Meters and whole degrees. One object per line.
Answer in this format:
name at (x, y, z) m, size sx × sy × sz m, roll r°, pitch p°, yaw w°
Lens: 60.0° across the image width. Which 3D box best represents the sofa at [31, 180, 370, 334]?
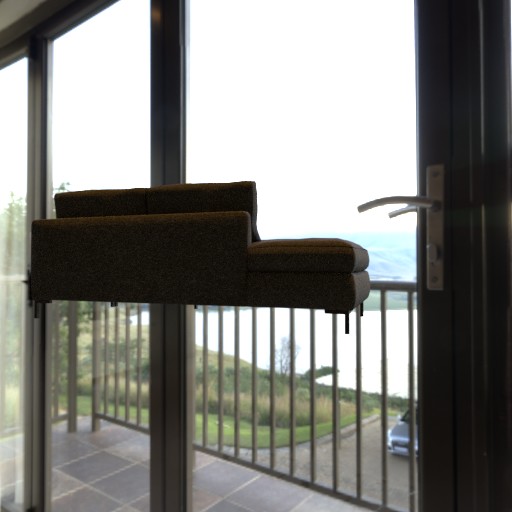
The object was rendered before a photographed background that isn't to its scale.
sofa at (0.000, 0.000, 3.809) m, size 2.007 × 0.815 × 2.949 m, roll 0°, pitch -1°, yaw 19°
